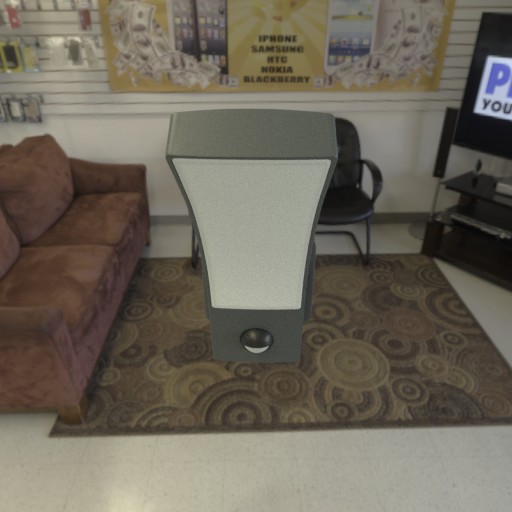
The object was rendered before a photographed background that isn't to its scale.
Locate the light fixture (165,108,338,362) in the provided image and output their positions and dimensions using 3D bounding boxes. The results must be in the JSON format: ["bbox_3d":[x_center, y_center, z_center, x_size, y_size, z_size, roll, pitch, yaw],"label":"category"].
[{"bbox_3d":[0.000,0.000,0.335,0.108,0.243,0.174,1,30,1],"label":"light fixture"}]
